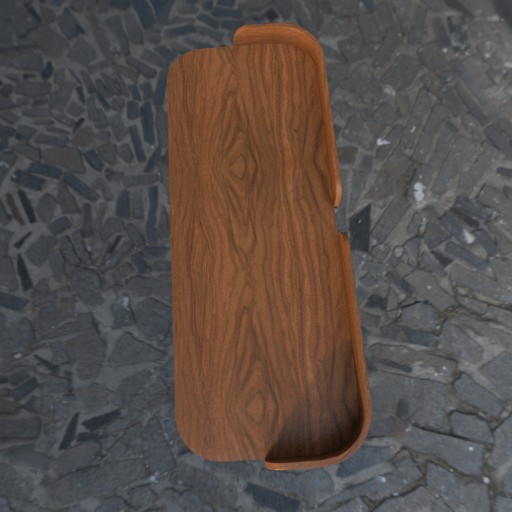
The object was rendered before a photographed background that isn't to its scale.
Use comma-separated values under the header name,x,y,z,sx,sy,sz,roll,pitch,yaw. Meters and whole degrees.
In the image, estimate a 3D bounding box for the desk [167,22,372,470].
name,x,y,z,sx,sy,sz,roll,pitch,yaw
desk,0.000,0.000,1.583,0.486,0.800,1.256,-4,75,-1
